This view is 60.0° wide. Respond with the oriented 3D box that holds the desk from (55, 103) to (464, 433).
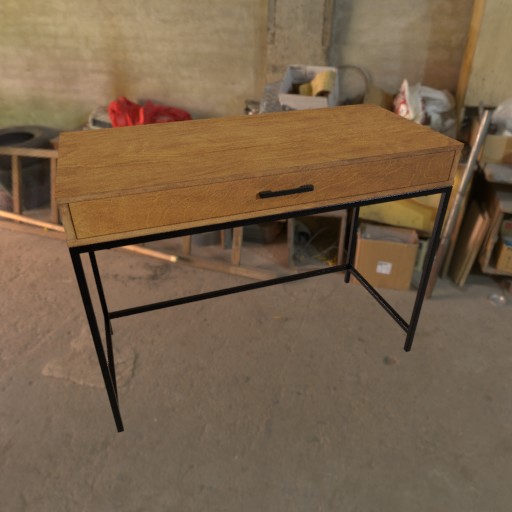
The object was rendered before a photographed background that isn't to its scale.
[{"bbox_3d":[0.000,0.000,1.418,1.016,0.762,0.470,-11,34,-16],"label":"desk"}]
